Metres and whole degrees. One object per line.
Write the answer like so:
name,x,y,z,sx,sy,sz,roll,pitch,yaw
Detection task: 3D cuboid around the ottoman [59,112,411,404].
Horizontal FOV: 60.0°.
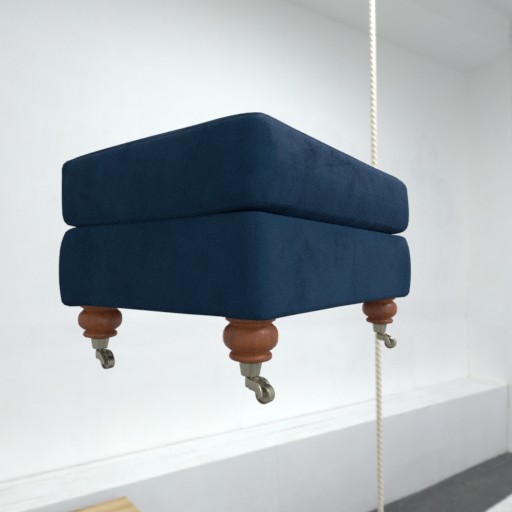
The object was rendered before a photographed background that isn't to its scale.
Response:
ottoman,0.000,0.000,1.127,0.572,0.503,0.773,-1,-2,36
